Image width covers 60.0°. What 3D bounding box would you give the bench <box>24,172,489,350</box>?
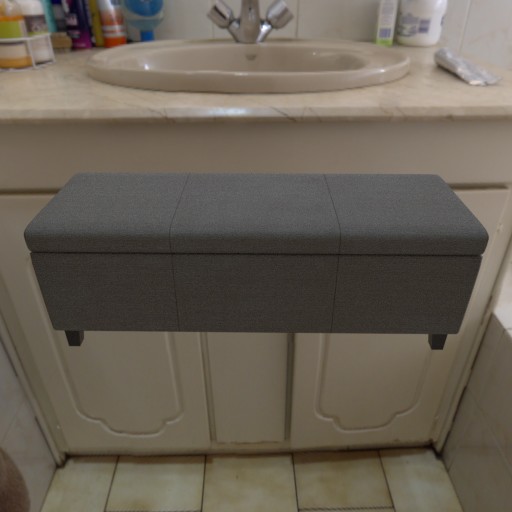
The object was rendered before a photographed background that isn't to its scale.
[{"bbox_3d":[0.000,0.000,1.462,1.269,0.438,0.446,0,32,1],"label":"bench"}]
